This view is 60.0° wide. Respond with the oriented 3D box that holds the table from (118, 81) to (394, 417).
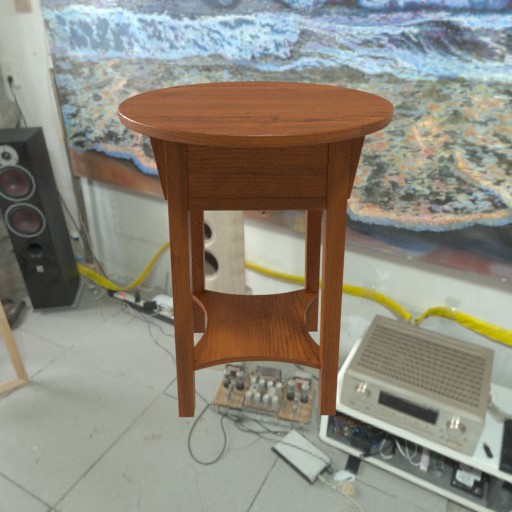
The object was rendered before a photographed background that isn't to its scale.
[{"bbox_3d":[0.000,0.000,0.909,0.457,0.610,0.457,0,29,0],"label":"table"}]
